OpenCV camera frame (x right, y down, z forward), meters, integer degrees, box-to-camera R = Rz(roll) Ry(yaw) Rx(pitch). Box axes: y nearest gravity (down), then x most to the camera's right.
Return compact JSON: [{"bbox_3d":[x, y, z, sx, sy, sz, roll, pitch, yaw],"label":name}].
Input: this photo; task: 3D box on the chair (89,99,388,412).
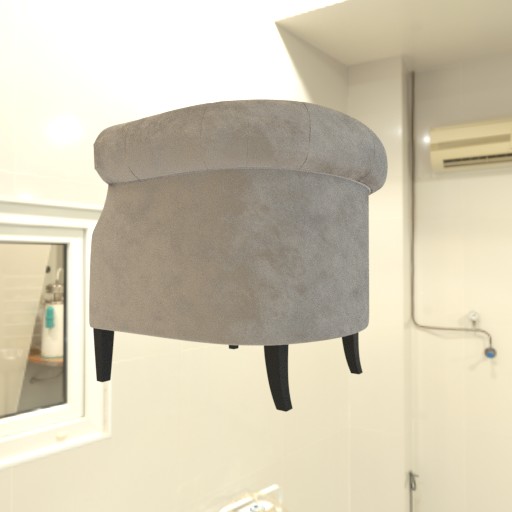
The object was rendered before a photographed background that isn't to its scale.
[{"bbox_3d":[0.000,0.000,1.535,0.851,0.826,0.904,-1,-1,36],"label":"chair"}]
